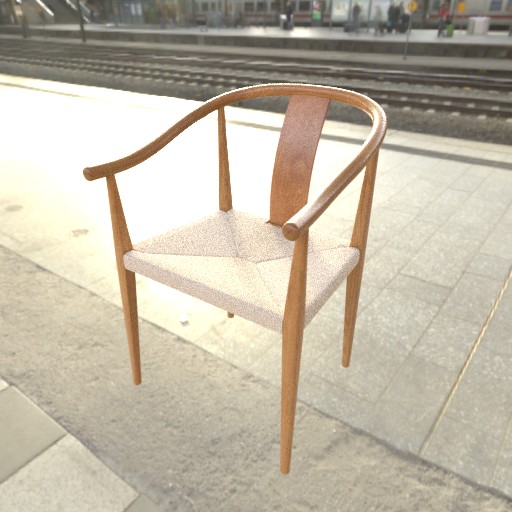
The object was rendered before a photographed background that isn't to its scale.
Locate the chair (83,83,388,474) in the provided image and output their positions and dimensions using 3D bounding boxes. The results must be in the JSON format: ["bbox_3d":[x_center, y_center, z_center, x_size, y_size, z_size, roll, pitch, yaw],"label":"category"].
[{"bbox_3d":[0.000,0.000,1.188,0.556,0.800,0.579,18,34,30],"label":"chair"}]
